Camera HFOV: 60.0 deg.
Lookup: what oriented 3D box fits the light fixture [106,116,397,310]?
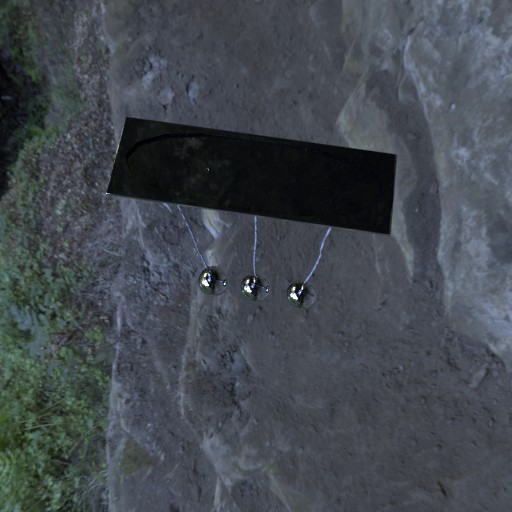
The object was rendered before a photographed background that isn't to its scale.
[{"bbox_3d":[0.000,0.000,1.644,0.623,1.408,0.188,9,75,2],"label":"light fixture"}]
